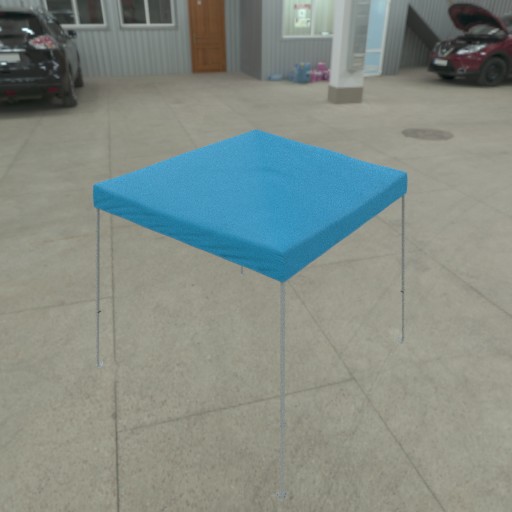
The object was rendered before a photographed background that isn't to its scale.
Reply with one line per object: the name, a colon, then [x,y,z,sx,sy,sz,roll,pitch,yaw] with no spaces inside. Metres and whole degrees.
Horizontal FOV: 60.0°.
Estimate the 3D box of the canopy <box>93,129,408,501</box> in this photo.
canopy: [0.000,0.000,5.068,2.850,2.850,2.849,21,35,33]
